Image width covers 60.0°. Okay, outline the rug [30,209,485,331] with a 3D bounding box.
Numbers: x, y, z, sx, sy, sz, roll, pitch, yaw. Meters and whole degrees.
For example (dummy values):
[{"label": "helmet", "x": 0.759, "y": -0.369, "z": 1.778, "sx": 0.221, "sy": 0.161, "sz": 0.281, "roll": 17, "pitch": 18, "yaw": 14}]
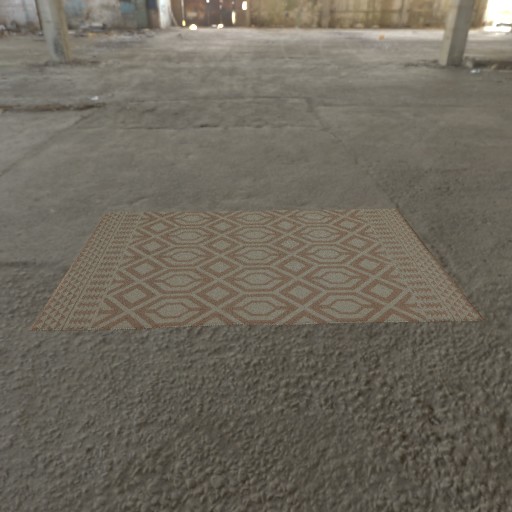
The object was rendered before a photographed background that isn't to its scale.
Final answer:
[{"label": "rug", "x": 0.000, "y": 0.000, "z": 3.025, "sx": 2.435, "sy": 0.011, "sz": 1.526, "roll": -1, "pitch": 29, "yaw": -2}]
